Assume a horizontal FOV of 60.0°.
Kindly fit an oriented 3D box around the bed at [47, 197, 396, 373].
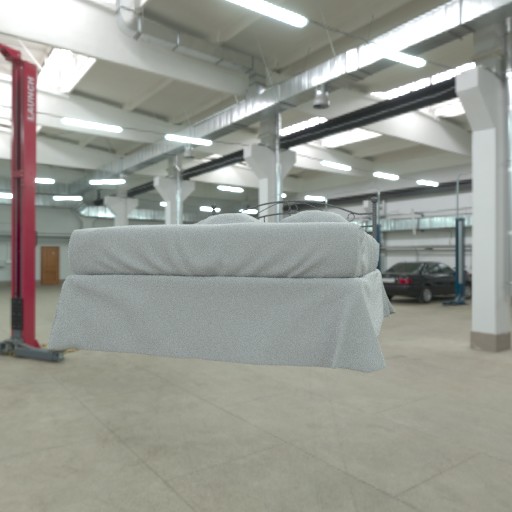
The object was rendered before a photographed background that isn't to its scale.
[{"bbox_3d":[0.000,0.000,3.257,1.936,1.080,2.215,0,0,18],"label":"bed"}]
